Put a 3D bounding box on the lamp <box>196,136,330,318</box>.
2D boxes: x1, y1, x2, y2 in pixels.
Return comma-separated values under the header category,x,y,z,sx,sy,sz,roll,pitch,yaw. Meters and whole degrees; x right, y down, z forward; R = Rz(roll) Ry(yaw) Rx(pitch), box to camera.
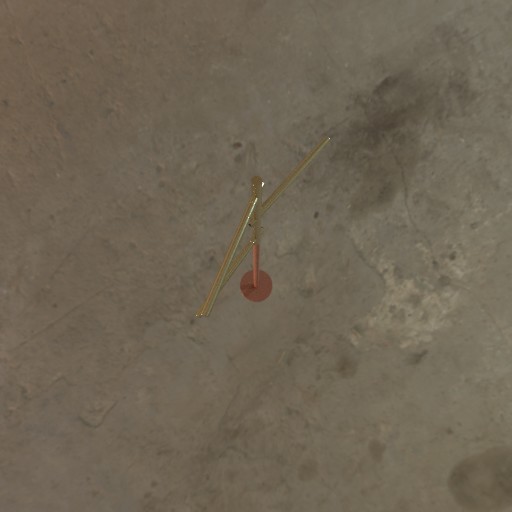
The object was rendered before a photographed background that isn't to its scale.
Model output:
category,x,y,z,sx,sy,sz,roll,pitch,yaw
lamp,0.000,0.000,1.999,0.209,1.704,0.737,27,78,6
